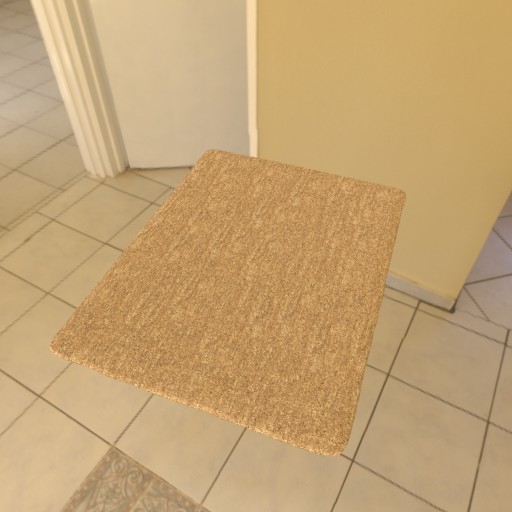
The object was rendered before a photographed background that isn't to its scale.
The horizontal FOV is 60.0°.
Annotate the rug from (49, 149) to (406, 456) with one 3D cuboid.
[{"bbox_3d":[0.000,0.000,3.868,2.242,0.050,2.873,15,48,14],"label":"rug"}]
